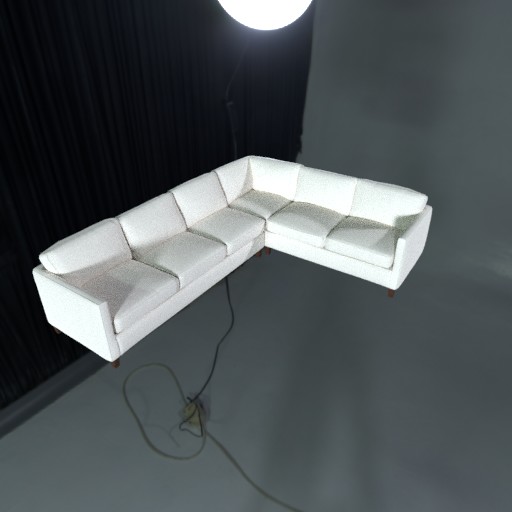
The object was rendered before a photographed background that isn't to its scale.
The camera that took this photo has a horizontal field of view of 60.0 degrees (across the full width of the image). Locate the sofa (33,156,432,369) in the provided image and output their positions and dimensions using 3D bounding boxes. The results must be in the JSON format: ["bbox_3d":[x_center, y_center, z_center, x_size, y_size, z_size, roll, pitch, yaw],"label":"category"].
[{"bbox_3d":[0.000,0.000,4.511,2.593,0.947,3.302,20,36,29],"label":"sofa"}]
